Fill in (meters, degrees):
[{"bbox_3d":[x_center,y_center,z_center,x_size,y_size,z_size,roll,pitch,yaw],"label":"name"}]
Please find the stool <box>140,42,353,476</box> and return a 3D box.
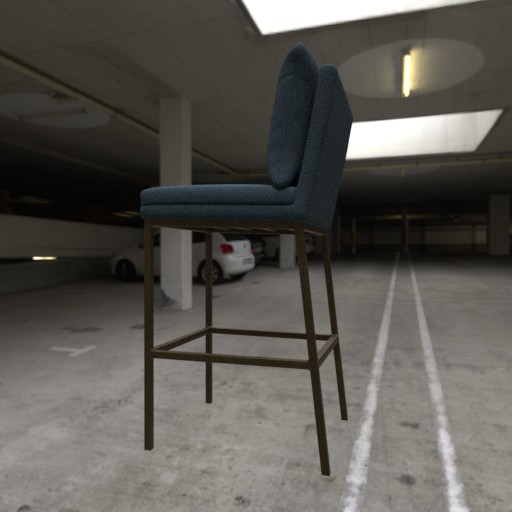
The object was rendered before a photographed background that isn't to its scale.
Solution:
[{"bbox_3d":[0.000,0.000,1.411,0.568,1.124,0.463,0,0,18],"label":"stool"}]
